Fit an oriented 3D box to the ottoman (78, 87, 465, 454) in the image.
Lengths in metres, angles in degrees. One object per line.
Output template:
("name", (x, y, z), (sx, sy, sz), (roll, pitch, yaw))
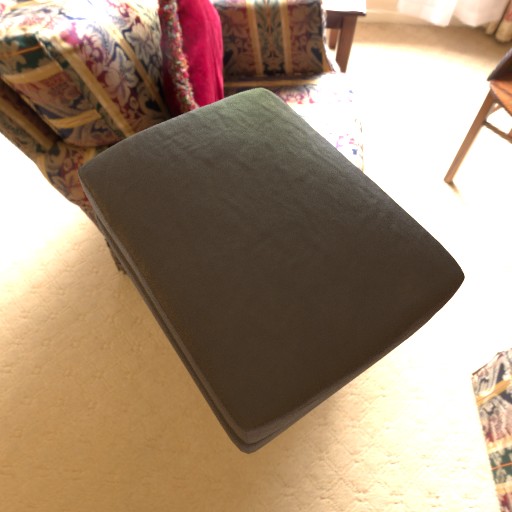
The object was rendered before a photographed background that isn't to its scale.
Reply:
("ottoman", (0.000, 0.000, 1.276), (0.659, 0.529, 0.887), (-30, 62, -18))
